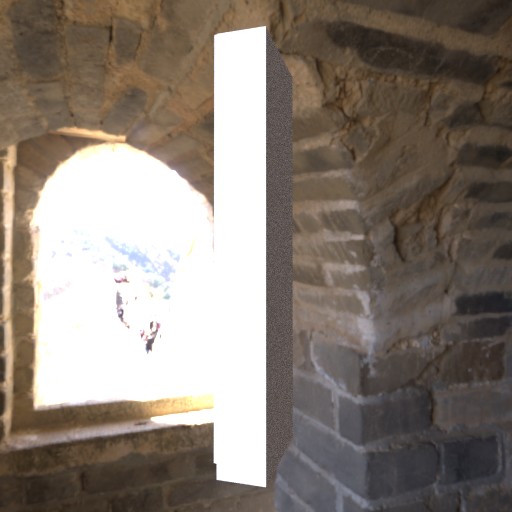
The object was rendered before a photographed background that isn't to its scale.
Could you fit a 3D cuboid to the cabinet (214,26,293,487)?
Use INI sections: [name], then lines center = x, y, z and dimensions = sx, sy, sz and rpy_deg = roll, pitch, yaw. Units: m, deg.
[cabinet]
center = 0.000, 0.000, 1.995
dimensions = 0.230, 1.790, 0.500
rpy_deg = 0, -1, 17
